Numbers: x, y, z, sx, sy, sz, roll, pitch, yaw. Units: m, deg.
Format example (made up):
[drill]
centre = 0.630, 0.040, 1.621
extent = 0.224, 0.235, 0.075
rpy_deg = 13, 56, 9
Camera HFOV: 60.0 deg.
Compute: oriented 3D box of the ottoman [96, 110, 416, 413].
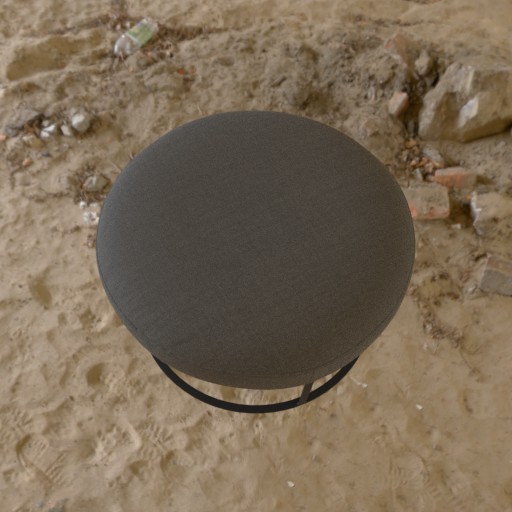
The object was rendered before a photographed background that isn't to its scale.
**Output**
[ottoman]
centre = 0.000, 0.000, 1.208
extent = 0.772, 0.460, 0.772
rpy_deg = 0, 59, 0
